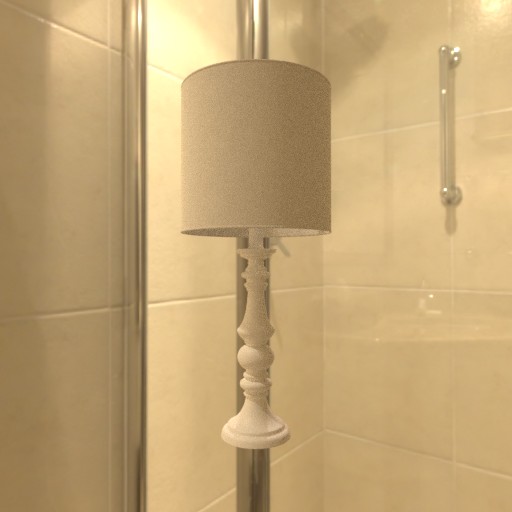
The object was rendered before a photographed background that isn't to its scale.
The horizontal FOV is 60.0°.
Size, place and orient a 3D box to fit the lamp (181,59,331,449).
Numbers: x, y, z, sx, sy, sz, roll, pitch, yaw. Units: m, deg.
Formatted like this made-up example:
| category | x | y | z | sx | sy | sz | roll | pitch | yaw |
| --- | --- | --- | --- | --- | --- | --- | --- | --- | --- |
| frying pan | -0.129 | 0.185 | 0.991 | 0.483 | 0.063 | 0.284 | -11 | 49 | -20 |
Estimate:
| category | x | y | z | sx | sy | sz | roll | pitch | yaw |
| --- | --- | --- | --- | --- | --- | --- | --- | --- | --- |
| lamp | 0.000 | 0.000 | 0.745 | 0.250 | 0.597 | 0.250 | 0 | -1 | -1 |
